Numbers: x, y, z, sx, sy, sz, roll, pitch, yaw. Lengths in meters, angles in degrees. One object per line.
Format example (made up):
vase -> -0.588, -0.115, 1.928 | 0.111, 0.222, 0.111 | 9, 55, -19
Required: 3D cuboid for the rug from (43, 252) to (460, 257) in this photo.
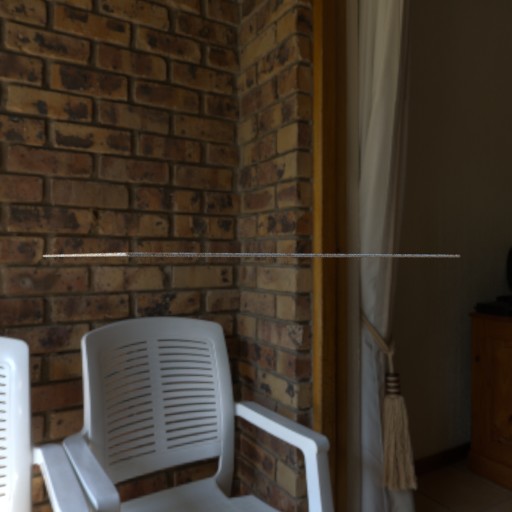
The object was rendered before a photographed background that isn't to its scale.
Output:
rug -> 0.000, 0.000, 2.327 | 1.829, 0.011, 1.219 | 0, 0, -36
